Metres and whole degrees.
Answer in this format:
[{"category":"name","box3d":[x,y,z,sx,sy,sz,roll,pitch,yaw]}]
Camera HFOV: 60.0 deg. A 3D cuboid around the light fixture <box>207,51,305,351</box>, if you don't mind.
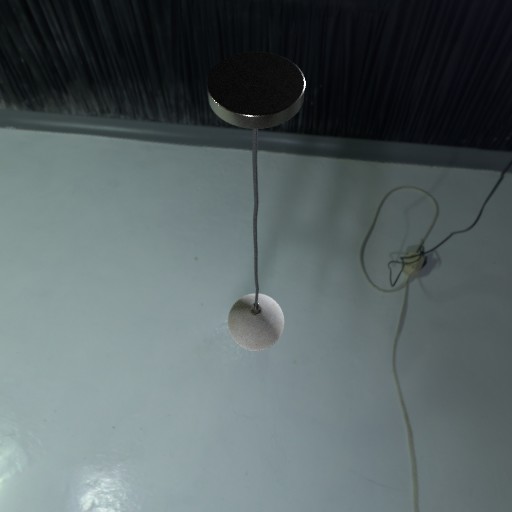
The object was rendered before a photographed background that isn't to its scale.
[{"category":"light fixture","box3d":[0.000,0.000,0.827,0.139,0.764,0.139,2,59,1]}]
